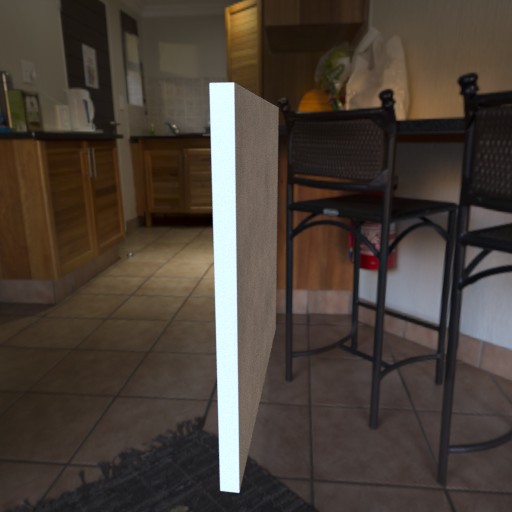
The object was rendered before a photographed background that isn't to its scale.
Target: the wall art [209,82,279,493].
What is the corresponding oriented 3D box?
[{"bbox_3d":[0.000,0.000,0.680,0.023,0.453,0.455,2,16,8],"label":"wall art"}]
